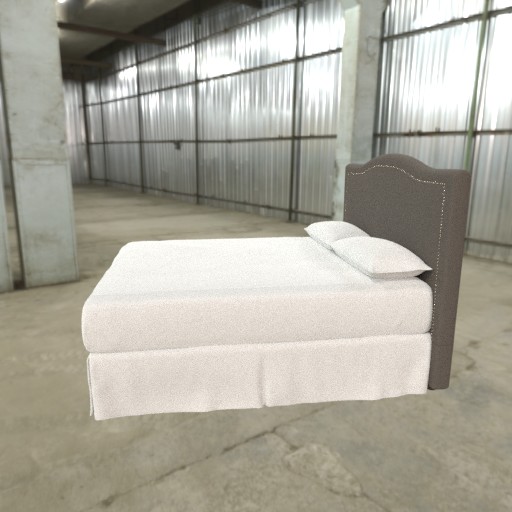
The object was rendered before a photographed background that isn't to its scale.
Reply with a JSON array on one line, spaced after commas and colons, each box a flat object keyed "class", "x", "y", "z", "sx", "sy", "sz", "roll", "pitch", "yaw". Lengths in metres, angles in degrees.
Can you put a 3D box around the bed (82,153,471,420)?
[{"class": "bed", "x": 0.000, "y": 0.000, "z": 3.069, "sx": 2.036, "sy": 1.387, "sz": 1.666, "roll": -2, "pitch": 13, "yaw": -8}]
